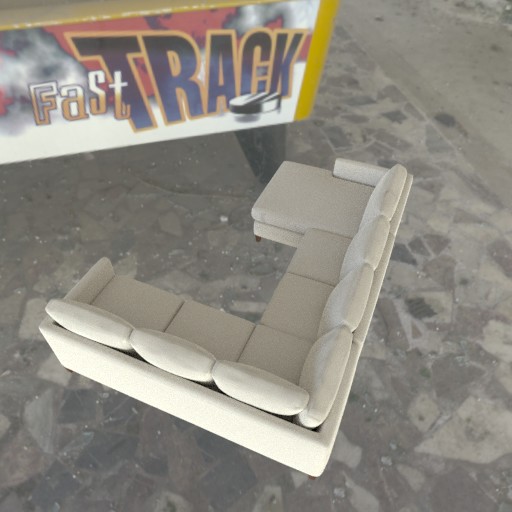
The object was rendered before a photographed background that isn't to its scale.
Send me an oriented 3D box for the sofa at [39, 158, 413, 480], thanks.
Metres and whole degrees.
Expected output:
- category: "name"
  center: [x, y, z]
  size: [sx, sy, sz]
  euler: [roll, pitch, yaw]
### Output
- category: "sofa"
  center: [0.000, 0.000, 4.636]
  size: [2.593, 0.956, 3.459]
  euler: [17, 49, 16]
